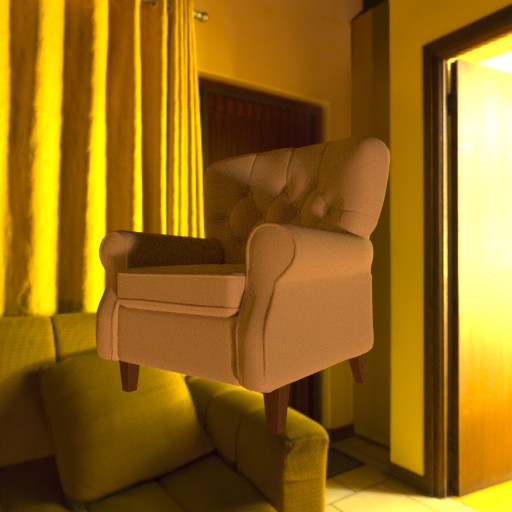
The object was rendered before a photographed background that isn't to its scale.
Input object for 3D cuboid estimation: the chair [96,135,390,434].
[{"bbox_3d":[0.000,0.000,2.040,1.035,1.169,1.132,0,0,36],"label":"chair"}]
